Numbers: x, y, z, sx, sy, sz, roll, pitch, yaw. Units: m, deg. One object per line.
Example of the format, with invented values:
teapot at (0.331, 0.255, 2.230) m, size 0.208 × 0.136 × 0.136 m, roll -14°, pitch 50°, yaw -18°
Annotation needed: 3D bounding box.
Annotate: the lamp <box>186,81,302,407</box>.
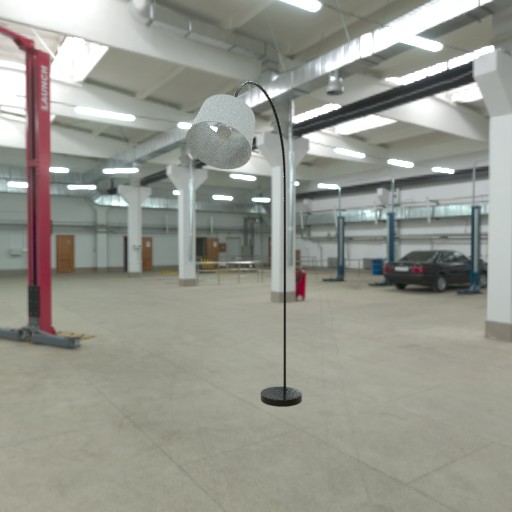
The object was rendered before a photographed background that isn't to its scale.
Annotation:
lamp at (0.000, 0.000, 2.698) m, size 0.331 × 2.104 × 1.363 m, roll 0°, pitch 1°, yaw 20°
